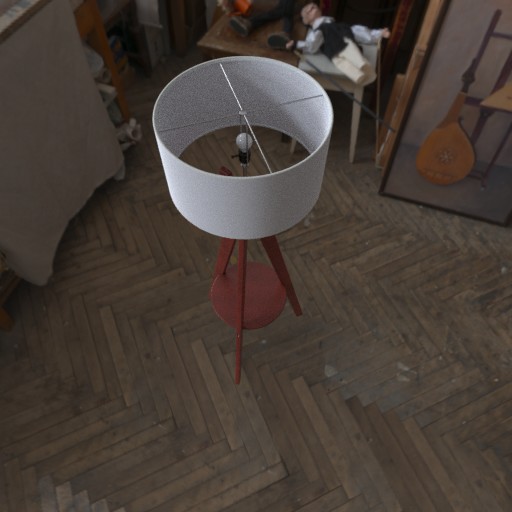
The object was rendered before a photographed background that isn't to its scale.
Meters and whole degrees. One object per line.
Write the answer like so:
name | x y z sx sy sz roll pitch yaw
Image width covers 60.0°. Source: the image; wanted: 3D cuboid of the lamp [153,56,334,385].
lamp | 0.000 0.000 1.792 0.542 1.472 0.539 -16 59 -10
